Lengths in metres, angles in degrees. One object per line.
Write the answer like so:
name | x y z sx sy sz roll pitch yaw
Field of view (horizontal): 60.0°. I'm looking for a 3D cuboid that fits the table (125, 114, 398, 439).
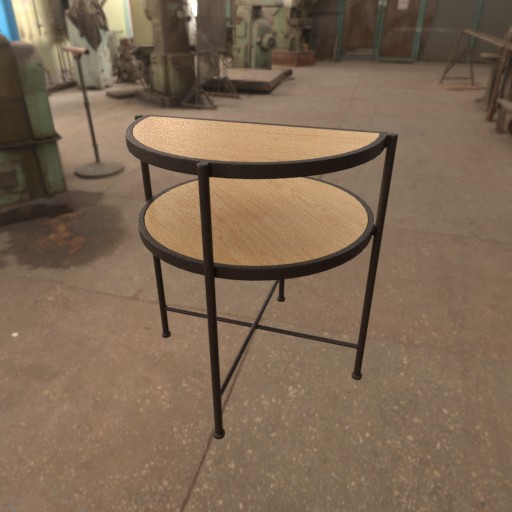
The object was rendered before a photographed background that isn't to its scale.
table | 0.000 0.000 1.168 0.629 0.684 0.628 9 31 15
